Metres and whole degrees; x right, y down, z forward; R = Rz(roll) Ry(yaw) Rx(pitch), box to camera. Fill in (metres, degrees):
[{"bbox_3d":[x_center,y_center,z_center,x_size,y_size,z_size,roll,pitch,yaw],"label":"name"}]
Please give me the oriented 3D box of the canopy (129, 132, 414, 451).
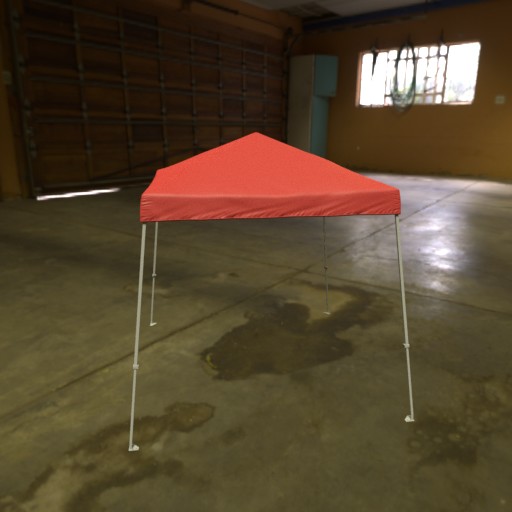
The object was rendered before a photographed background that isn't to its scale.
[{"bbox_3d":[0.000,0.000,5.302,2.848,2.849,2.849,-2,16,-9],"label":"canopy"}]
